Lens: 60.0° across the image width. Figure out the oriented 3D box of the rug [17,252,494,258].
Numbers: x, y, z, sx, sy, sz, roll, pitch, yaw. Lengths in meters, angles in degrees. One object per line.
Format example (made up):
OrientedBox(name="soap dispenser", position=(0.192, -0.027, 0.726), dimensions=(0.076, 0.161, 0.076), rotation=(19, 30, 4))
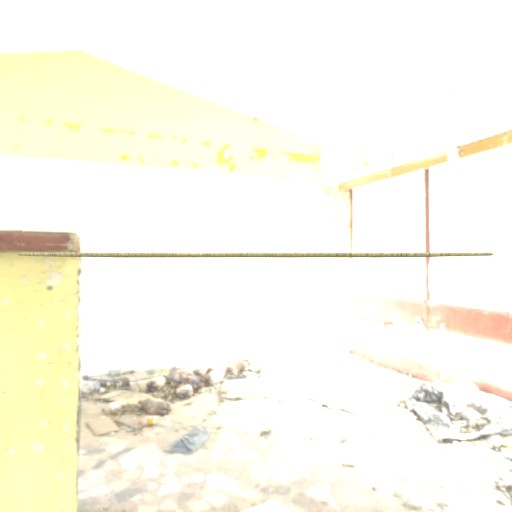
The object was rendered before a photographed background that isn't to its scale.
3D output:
OrientedBox(name="rug", position=(0.000, 0.000, 2.851), dimensions=(2.263, 0.017, 1.523), rotation=(0, -1, 0))
